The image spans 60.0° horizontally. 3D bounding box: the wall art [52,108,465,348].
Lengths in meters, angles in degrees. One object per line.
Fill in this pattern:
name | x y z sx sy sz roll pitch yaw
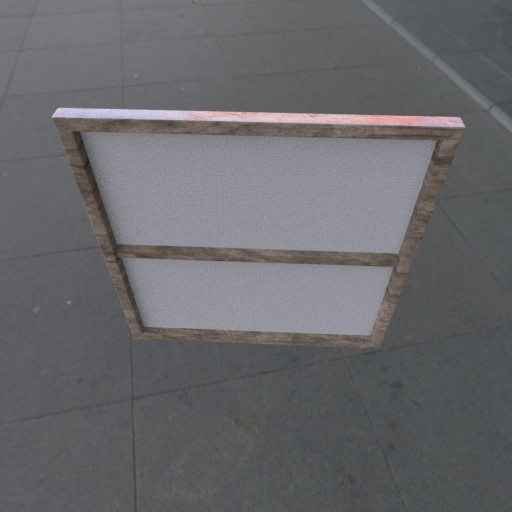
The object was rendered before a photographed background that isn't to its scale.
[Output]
wall art | 0.000 0.000 1.081 0.747 0.747 0.035 2 47 2
